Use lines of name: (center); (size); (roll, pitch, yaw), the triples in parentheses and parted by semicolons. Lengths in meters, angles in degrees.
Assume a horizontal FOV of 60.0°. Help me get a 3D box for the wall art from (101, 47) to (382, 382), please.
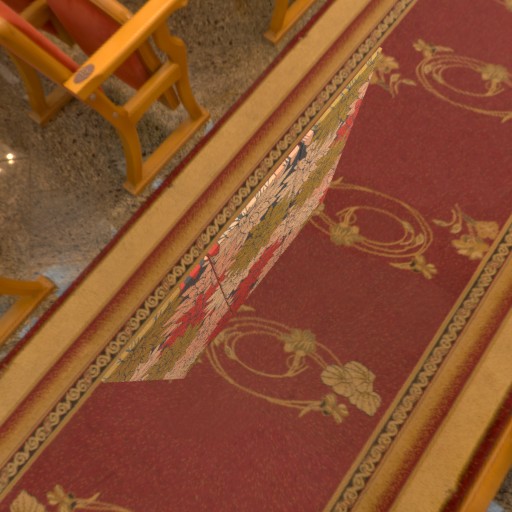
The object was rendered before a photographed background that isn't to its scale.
wall art: (0.000, 0.000, 2.241); (0.013, 1.534, 1.519); (37, 78, 9)
